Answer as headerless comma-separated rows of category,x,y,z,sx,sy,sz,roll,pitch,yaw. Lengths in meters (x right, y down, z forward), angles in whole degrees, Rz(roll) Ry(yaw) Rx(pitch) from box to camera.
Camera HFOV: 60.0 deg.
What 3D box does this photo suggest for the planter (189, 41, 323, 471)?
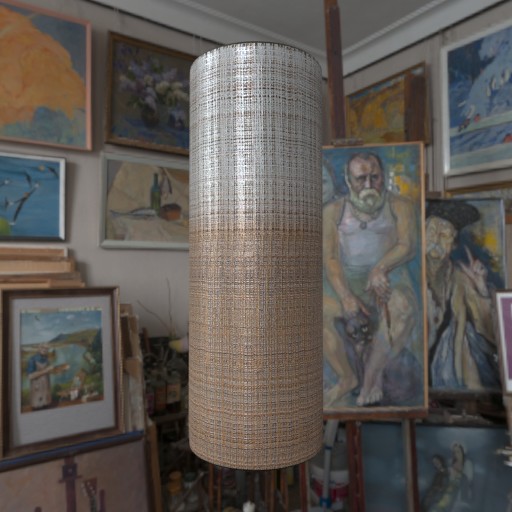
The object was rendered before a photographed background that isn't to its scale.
planter,0.000,0.000,0.332,0.099,0.278,0.099,0,-1,17
